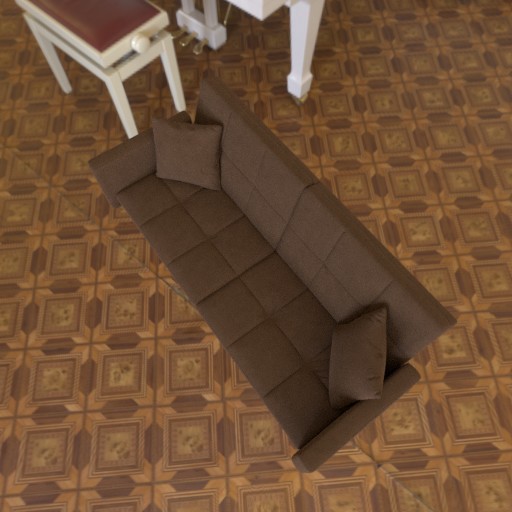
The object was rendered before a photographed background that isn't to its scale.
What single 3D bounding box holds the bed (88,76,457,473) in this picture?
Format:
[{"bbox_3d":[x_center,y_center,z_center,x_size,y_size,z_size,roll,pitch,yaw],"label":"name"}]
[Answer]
[{"bbox_3d":[0.000,0.000,2.318,0.889,0.787,1.905,-34,69,-15],"label":"bed"}]
